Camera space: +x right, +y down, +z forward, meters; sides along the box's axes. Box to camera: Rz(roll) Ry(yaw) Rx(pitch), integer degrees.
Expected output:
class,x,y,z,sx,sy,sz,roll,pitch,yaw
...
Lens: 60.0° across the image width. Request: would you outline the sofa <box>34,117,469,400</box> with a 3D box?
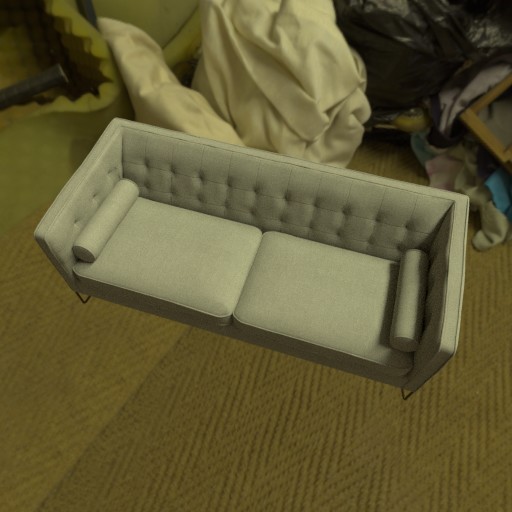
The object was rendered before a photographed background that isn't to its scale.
class,x,y,z,sx,sy,sz,roll,pitch,yaw
sofa,0.000,0.000,2.566,2.079,0.798,0.912,15,58,9
